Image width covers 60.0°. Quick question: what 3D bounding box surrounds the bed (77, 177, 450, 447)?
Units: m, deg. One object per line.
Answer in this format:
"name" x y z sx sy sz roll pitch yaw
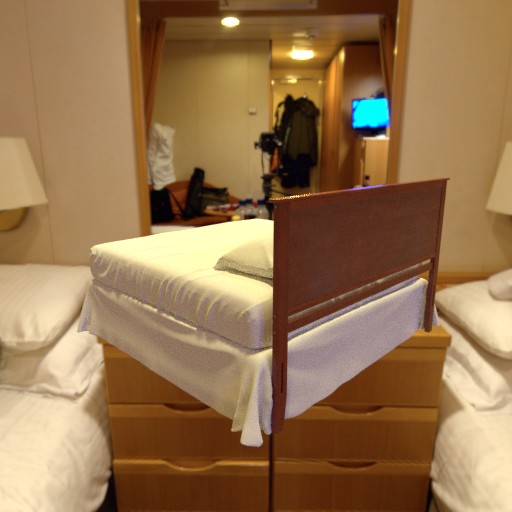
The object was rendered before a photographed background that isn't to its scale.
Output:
"bed" 0.000 0.000 3.634 2.219 1.271 2.314 14 19 43
